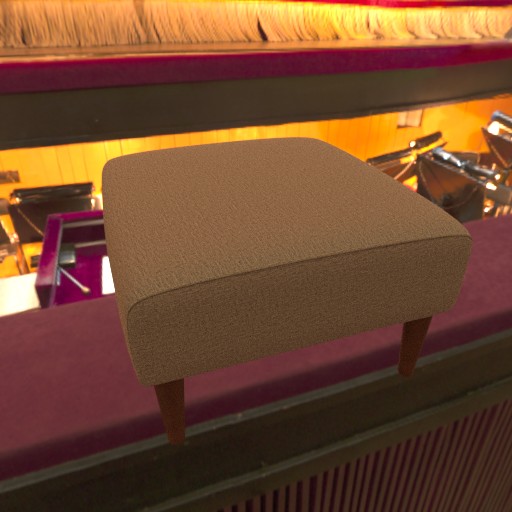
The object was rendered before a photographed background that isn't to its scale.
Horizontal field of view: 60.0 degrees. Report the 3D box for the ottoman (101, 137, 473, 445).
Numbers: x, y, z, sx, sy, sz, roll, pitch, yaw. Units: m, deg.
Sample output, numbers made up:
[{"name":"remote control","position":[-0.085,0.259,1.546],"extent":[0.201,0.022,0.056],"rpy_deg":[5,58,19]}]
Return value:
[{"name":"ottoman","position":[0.000,0.000,1.045],"extent":[0.649,0.398,0.650],"rpy_deg":[-10,32,-17]}]
